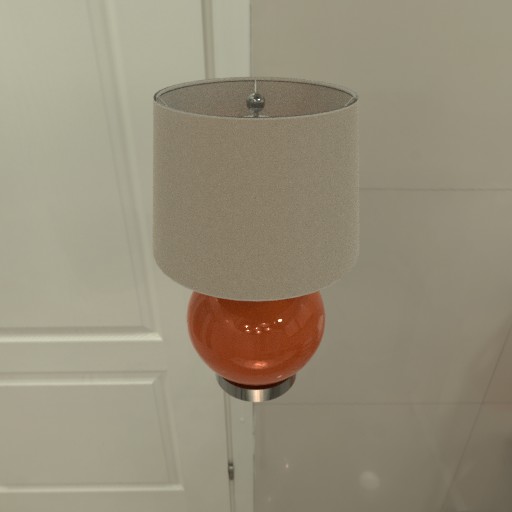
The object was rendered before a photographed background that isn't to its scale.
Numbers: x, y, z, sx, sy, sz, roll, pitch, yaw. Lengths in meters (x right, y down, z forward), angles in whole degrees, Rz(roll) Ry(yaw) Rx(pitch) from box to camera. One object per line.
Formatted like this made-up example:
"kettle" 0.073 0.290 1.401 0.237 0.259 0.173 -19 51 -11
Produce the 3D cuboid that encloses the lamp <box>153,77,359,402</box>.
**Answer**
"lamp" 0.000 0.000 0.550 0.247 0.387 0.247 0 31 0
